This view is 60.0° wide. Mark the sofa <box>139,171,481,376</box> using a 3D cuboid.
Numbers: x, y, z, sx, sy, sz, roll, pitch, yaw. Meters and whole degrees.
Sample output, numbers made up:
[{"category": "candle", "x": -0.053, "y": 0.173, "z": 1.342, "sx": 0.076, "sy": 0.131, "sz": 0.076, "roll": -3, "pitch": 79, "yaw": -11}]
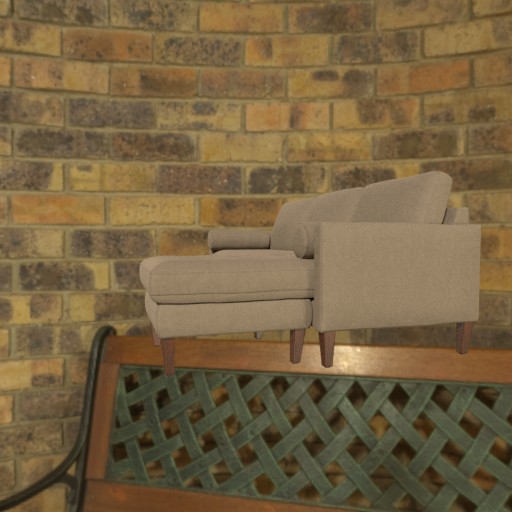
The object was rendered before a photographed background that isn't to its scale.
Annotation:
[{"category": "sofa", "x": 0.000, "y": 0.000, "z": 2.853, "sx": 1.506, "sy": 0.875, "sz": 2.178, "roll": -1, "pitch": 2, "yaw": -18}]
